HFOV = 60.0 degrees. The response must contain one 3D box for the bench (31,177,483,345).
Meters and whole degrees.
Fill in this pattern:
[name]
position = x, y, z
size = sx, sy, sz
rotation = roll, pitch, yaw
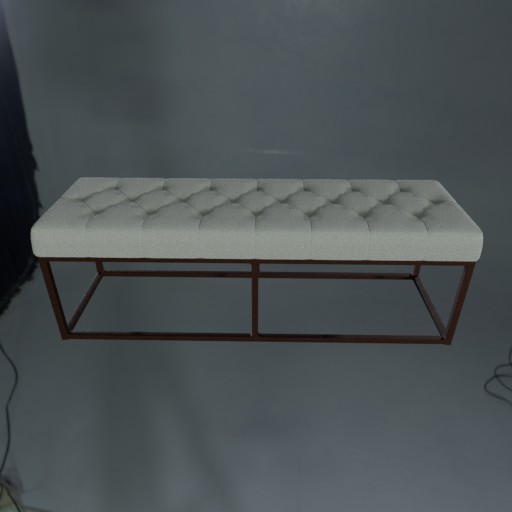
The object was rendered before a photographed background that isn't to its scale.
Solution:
[bench]
position = 0.000, 0.000, 1.729
size = 1.488, 0.488, 0.479
rotation = 1, 31, 1
